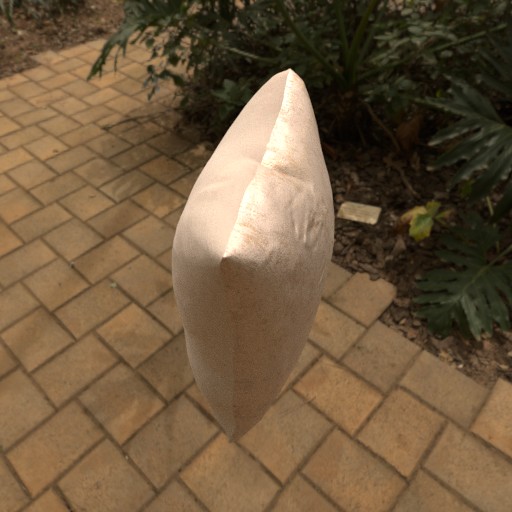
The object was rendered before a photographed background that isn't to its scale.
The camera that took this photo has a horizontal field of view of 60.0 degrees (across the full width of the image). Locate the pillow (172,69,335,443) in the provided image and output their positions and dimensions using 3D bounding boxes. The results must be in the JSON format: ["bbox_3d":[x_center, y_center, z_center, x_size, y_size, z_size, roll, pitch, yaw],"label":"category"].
[{"bbox_3d":[0.000,0.000,0.736,0.245,0.448,0.450,10,47,10],"label":"pillow"}]
